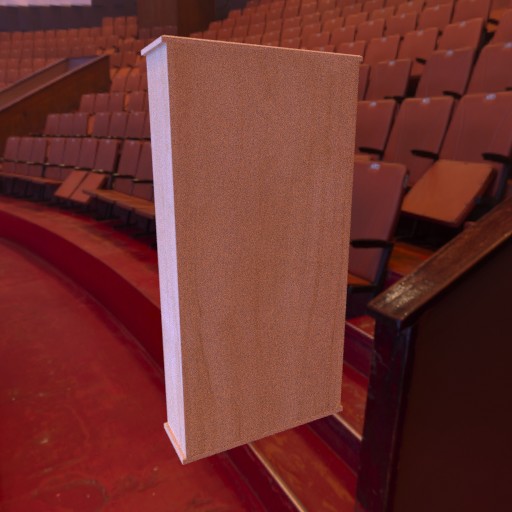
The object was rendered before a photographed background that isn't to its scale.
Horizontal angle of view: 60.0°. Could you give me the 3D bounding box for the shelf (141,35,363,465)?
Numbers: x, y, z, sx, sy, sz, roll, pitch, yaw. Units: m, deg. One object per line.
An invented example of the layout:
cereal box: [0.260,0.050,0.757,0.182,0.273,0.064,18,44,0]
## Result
shelf: [0.000,0.000,1.216,0.520,1.030,0.175,-8,17,-26]
